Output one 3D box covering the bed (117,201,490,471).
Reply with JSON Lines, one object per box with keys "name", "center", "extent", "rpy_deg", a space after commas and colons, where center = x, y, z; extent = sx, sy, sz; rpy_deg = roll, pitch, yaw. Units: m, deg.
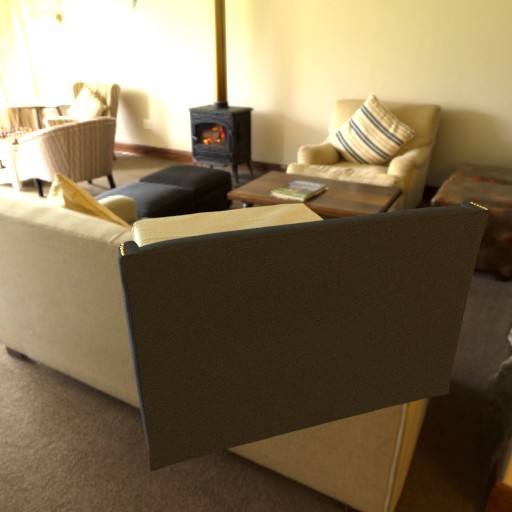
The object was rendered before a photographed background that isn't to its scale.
{"name": "bed", "center": [0.000, 0.000, 3.326], "extent": [1.925, 1.332, 2.276], "rpy_deg": [-8, 27, -16]}
